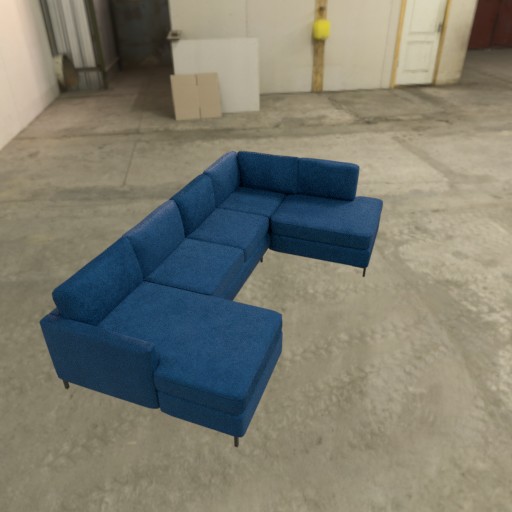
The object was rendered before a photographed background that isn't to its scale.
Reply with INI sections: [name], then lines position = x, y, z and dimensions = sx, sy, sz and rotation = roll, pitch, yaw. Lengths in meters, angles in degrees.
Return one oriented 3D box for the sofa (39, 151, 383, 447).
[sofa]
position = 0.000, 0.000, 4.325
dimensions = 2.055, 0.992, 3.434
rotation = 11, 33, 17
